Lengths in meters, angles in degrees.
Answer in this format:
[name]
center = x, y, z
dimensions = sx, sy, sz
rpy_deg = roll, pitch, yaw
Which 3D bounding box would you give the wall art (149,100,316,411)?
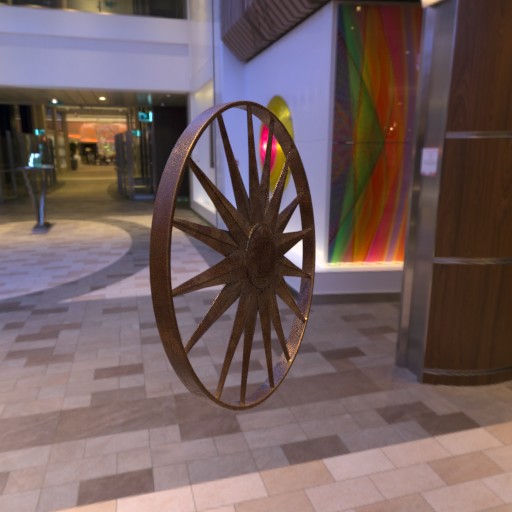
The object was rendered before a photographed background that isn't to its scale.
[wall art]
center = 0.000, 0.000, 0.876
dimensions = 0.084, 0.583, 0.582
rpy_deg = 7, 15, 27
